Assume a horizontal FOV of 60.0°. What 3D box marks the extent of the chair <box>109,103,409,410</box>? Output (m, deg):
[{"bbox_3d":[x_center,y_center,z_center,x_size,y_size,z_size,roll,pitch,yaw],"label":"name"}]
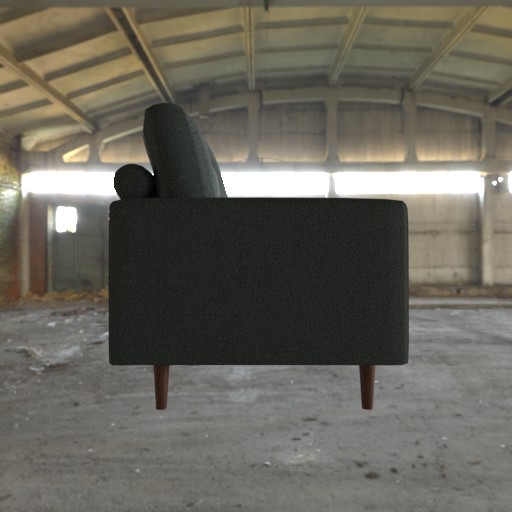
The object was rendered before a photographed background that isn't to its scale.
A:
[{"bbox_3d":[0.000,0.000,1.546,0.843,0.880,0.821,0,-1,0],"label":"chair"}]
